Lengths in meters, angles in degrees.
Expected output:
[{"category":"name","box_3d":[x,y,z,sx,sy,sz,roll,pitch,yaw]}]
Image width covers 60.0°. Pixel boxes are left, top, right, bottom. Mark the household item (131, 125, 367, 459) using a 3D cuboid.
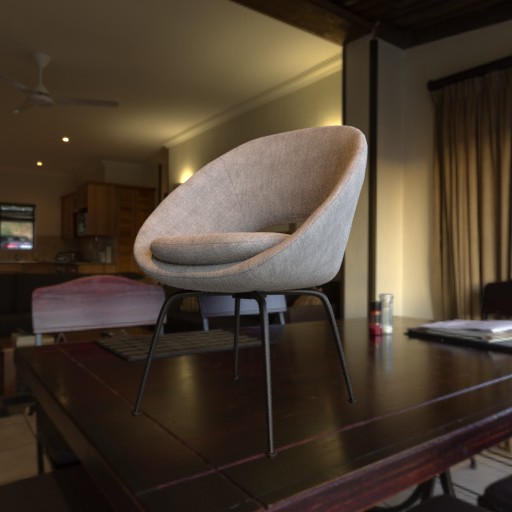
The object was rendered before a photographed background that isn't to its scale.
[{"category":"household item","box_3d":[0.000,0.000,1.304,0.643,0.869,0.587,0,0,35]}]
